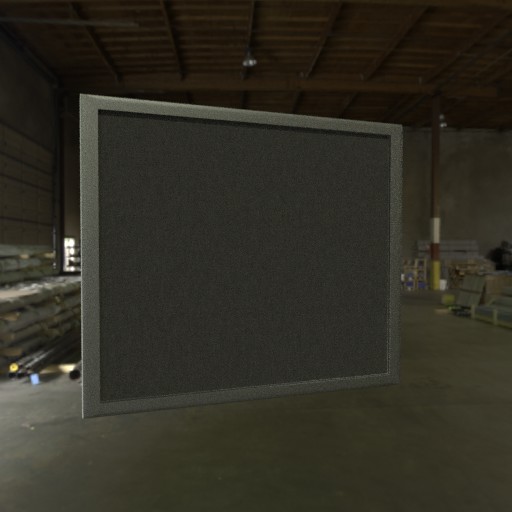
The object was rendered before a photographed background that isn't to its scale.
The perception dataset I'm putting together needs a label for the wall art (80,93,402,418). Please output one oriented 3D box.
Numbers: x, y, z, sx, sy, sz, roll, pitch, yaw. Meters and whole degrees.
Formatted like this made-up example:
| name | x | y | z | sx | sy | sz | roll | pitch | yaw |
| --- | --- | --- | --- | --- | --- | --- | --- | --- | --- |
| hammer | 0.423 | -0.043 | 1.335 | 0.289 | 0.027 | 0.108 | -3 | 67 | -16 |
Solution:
| name | x | y | z | sx | sy | sz | roll | pitch | yaw |
| --- | --- | --- | --- | --- | --- | --- | --- | --- | --- |
| wall art | 0.000 | 0.000 | 0.519 | 0.380 | 0.330 | 0.028 | 0 | 1 | -17 |
